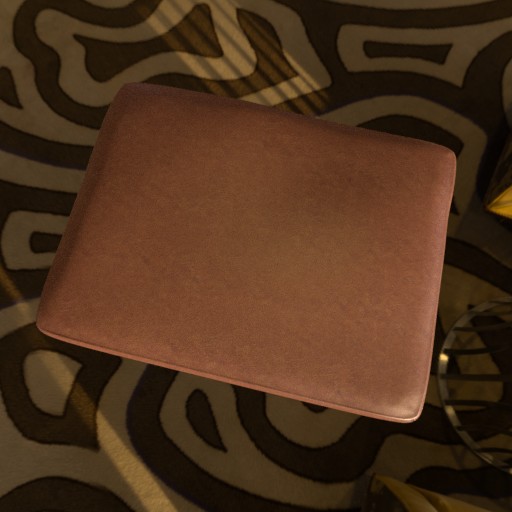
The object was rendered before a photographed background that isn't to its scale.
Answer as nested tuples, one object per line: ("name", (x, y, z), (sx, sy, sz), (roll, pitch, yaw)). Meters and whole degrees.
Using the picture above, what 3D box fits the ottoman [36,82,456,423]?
("ottoman", (0.000, 0.000, 1.177), (0.851, 0.485, 0.650), (13, 76, 3))
